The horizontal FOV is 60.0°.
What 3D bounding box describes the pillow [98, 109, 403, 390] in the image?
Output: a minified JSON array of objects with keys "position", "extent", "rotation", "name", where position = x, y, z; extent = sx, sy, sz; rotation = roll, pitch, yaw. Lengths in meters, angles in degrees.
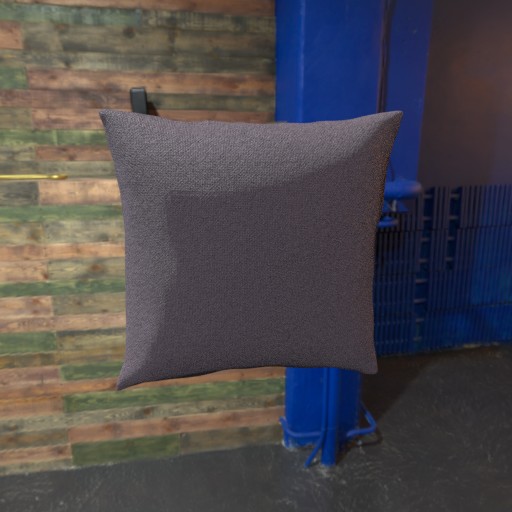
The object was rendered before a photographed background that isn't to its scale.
[{"position":[0.000,0.000,0.698],"extent":[0.452,0.439,0.204],"rotation":[-2,14,-9],"name":"pillow"}]
